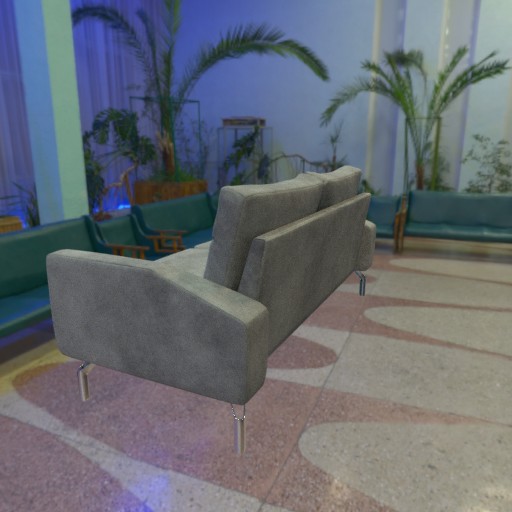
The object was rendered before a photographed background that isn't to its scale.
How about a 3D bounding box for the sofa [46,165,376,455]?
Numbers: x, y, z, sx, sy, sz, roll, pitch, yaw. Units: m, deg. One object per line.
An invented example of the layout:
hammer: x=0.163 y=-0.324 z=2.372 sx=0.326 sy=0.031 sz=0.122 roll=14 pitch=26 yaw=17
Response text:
sofa: x=0.000 y=0.000 z=2.269 sx=0.849 sy=0.859 sz=1.837 roll=7 pitch=16 yaw=25
